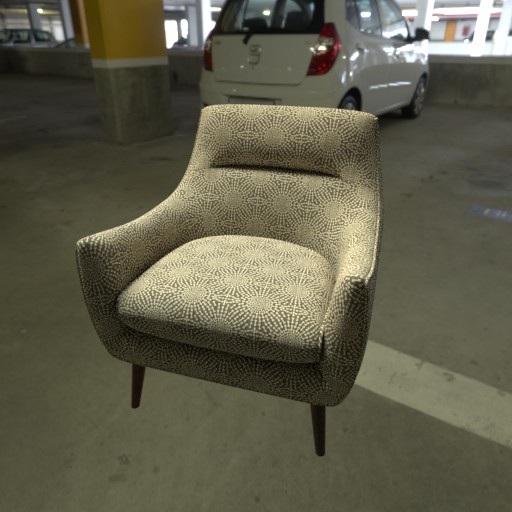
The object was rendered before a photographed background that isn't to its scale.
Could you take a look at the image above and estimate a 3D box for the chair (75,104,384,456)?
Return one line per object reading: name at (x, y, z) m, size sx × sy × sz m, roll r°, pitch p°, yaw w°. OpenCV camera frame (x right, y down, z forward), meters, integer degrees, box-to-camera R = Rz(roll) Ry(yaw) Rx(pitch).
chair at (0.000, 0.000, 1.426) m, size 0.762 × 0.838 × 0.787 m, roll 8°, pitch 27°, yaw 16°
